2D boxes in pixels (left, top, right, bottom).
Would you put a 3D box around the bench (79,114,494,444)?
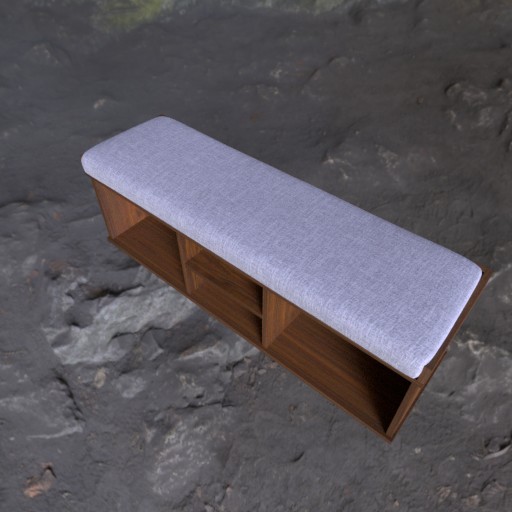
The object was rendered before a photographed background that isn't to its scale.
[{"bbox_3d":[0.000,0.000,1.385,1.196,0.468,0.367,31,53,26],"label":"bench"}]
